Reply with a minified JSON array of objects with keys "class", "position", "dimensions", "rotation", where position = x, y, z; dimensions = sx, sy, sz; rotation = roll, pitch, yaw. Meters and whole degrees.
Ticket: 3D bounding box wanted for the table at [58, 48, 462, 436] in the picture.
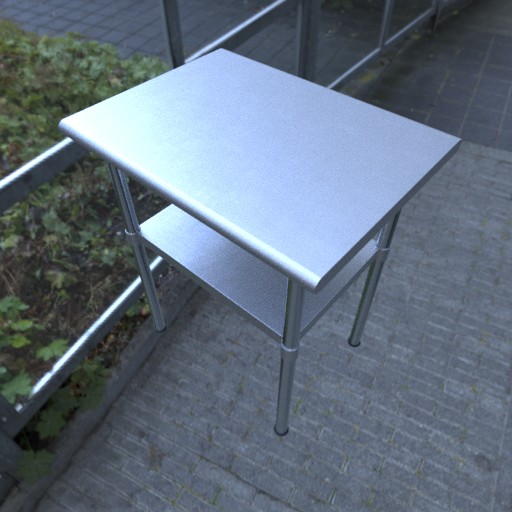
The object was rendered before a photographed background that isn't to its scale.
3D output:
[{"class":"table","position":[0.000,0.000,1.361],"dimensions":[0.762,0.876,0.584],"rotation":[33,55,27]}]
